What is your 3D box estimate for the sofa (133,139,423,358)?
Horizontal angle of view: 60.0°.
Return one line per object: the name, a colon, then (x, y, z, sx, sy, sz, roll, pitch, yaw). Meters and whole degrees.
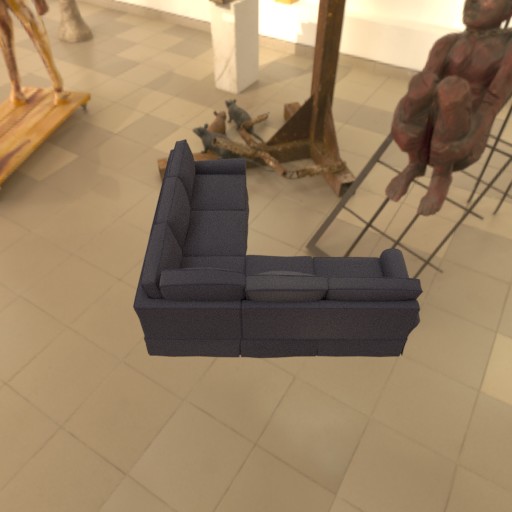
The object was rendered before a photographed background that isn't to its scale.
sofa: (0.000, 0.000, 5.099, 3.773, 1.169, 2.874, 24, 51, 21)
